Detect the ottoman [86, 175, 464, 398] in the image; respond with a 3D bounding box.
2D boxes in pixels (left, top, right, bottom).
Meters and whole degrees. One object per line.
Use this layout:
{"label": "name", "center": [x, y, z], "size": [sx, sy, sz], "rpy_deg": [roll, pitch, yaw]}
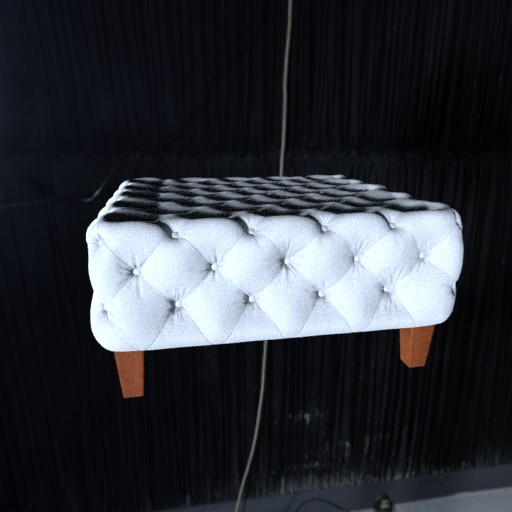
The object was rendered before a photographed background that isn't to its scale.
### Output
{"label": "ottoman", "center": [0.000, 0.000, 1.195], "size": [0.764, 0.365, 0.758], "rpy_deg": [-3, 17, -10]}
